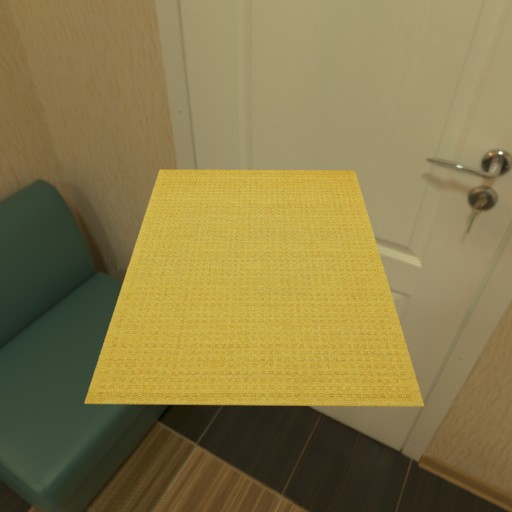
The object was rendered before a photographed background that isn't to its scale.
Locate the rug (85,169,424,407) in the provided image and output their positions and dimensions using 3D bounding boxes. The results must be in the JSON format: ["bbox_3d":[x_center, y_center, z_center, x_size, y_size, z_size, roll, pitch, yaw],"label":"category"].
[{"bbox_3d":[0.000,0.000,4.443,2.486,0.015,3.242,0,42,0],"label":"rug"}]
